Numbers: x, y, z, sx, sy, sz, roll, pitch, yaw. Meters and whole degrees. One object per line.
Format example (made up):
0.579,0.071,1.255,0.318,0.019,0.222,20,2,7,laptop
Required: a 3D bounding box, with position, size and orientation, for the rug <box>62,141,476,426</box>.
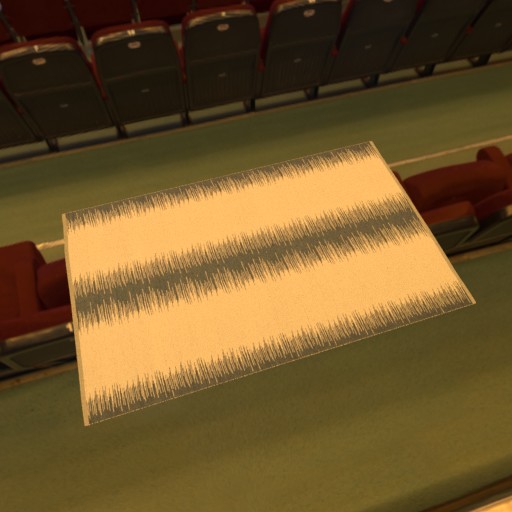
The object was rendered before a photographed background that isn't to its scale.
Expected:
0.000,0.000,2.991,2.453,0.003,1.519,-15,59,-9,rug
